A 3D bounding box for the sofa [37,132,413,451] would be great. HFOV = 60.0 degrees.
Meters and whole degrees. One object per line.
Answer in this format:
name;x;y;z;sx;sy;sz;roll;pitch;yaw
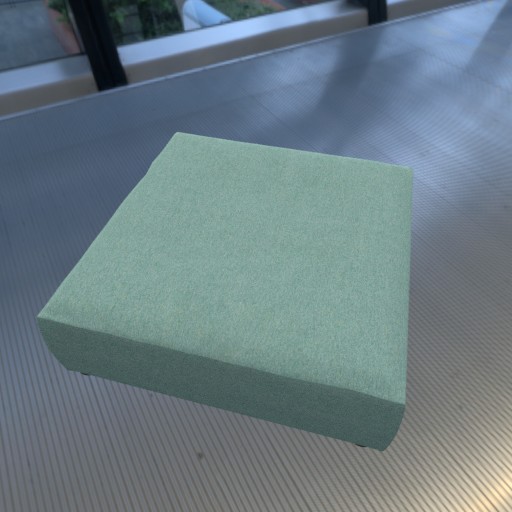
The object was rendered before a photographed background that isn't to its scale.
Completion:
sofa;0.000;0.000;1.425;0.930;0.330;0.930;11;47;10
